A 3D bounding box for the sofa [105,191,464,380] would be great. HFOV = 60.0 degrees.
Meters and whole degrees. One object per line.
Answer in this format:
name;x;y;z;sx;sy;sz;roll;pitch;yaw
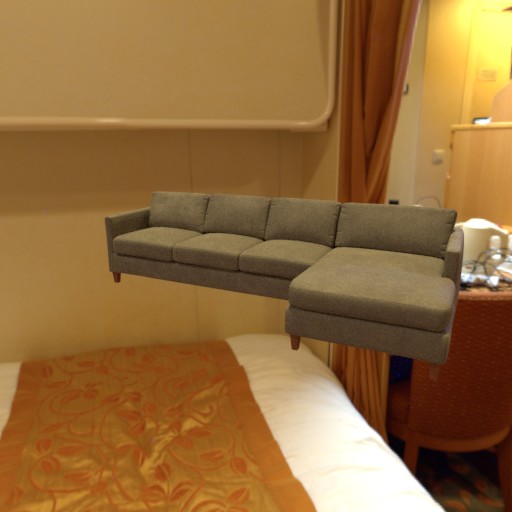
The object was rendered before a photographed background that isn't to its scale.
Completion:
sofa;0.000;0.000;4.118;3.471;0.950;1.604;7;16;25
